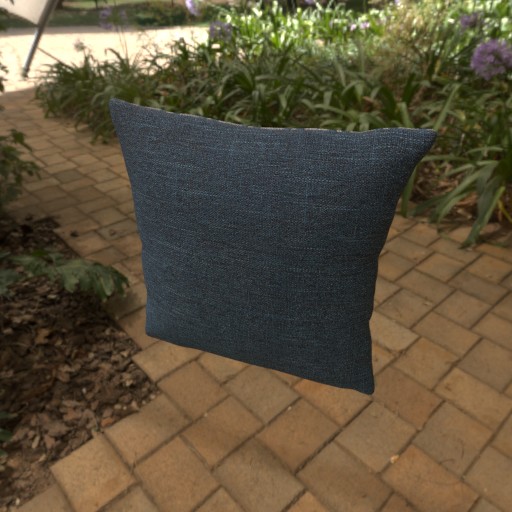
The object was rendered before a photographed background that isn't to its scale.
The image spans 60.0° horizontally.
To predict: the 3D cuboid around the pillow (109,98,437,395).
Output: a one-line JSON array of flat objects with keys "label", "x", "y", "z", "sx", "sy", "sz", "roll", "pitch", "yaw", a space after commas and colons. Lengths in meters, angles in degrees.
[{"label": "pillow", "x": 0.000, "y": 0.000, "z": 0.673, "sx": 0.435, "sy": 0.435, "sz": 0.159, "roll": 10, "pitch": 33, "yaw": 16}]
